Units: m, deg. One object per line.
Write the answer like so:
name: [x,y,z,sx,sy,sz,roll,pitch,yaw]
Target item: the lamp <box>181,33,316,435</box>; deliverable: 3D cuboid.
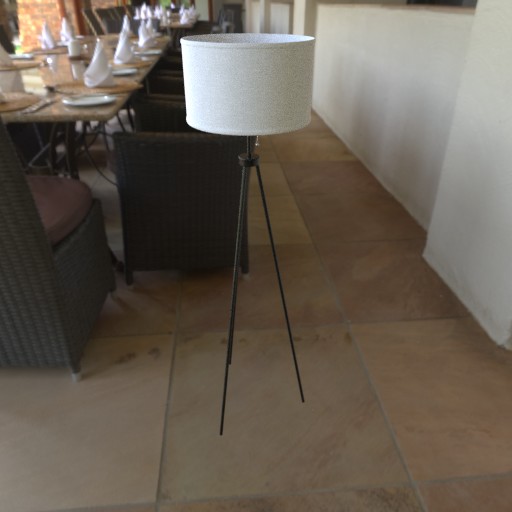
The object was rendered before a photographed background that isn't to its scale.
lamp: [0.000,0.000,1.744,0.458,1.545,0.448,-1,30,-1]
